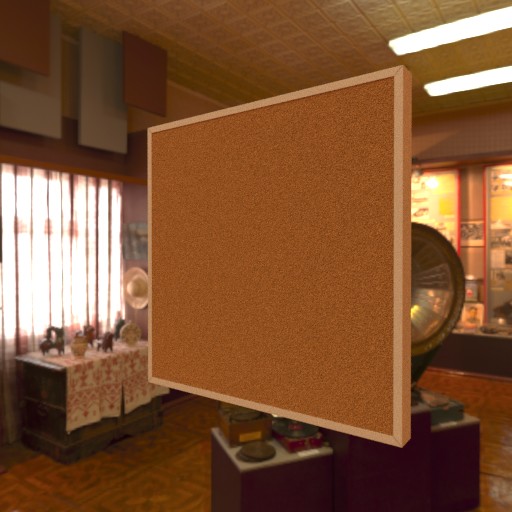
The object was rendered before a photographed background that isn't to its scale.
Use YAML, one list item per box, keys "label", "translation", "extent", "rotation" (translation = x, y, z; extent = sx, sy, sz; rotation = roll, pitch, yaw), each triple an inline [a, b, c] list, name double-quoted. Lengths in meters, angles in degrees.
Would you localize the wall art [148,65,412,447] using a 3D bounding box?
- label: "wall art"
  translation: [0.000, 0.000, 0.752]
  extent: [0.508, 0.508, 0.037]
  rotation: [0, 1, 36]
